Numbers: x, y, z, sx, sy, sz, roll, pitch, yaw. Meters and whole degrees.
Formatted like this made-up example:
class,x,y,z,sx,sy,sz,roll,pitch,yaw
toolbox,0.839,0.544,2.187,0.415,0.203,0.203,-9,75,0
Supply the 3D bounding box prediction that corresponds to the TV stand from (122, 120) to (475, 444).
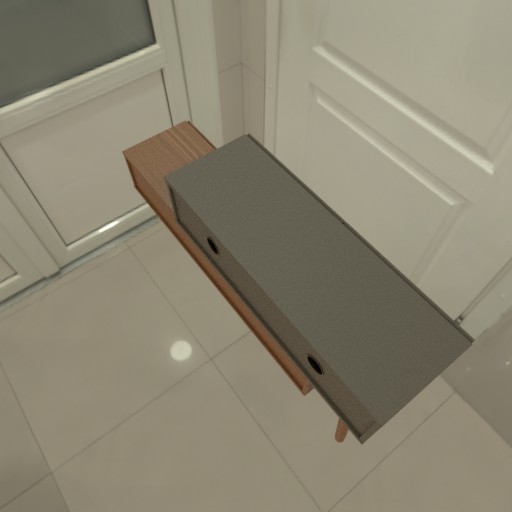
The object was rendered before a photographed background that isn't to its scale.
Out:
class,x,y,z,sx,sy,sz,roll,pitch,yaw
TV stand,0.000,0.000,1.556,0.329,0.591,1.336,-33,63,-19
